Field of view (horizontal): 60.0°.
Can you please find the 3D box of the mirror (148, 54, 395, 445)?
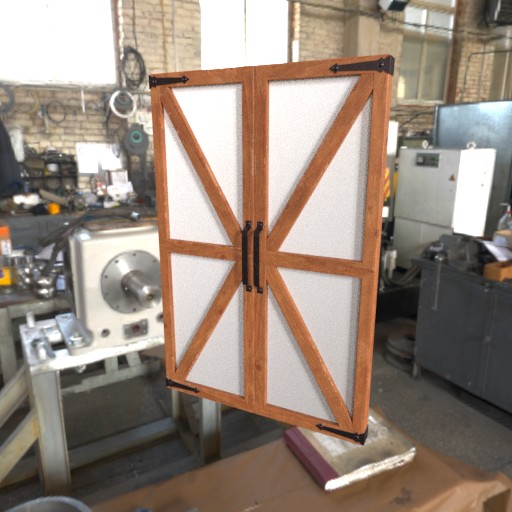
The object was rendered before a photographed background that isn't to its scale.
[{"bbox_3d":[0.000,0.000,0.954,0.517,0.761,0.053,7,16,26],"label":"mirror"}]
